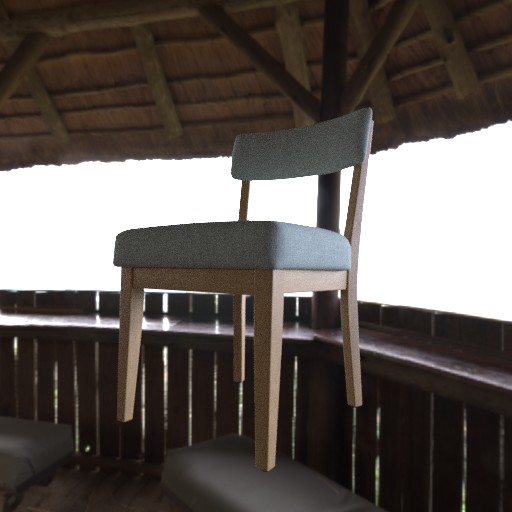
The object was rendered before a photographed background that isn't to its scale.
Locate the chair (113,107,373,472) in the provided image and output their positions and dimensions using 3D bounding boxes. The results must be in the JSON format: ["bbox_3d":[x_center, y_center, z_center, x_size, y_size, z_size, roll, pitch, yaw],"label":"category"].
[{"bbox_3d":[0.000,0.000,1.194,0.508,0.832,0.572,0,-1,36],"label":"chair"}]
